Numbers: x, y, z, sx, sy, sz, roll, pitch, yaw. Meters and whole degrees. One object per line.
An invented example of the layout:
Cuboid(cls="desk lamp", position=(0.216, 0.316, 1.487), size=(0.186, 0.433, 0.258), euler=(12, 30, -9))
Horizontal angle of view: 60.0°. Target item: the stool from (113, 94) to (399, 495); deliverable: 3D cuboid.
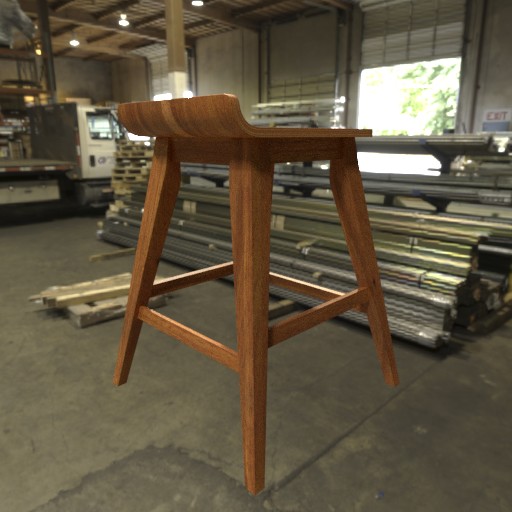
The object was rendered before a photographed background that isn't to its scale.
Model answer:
Cuboid(cls="stool", position=(0.000, 0.000, 1.008), size=(0.500, 0.650, 0.500), euler=(-15, 21, -43))
